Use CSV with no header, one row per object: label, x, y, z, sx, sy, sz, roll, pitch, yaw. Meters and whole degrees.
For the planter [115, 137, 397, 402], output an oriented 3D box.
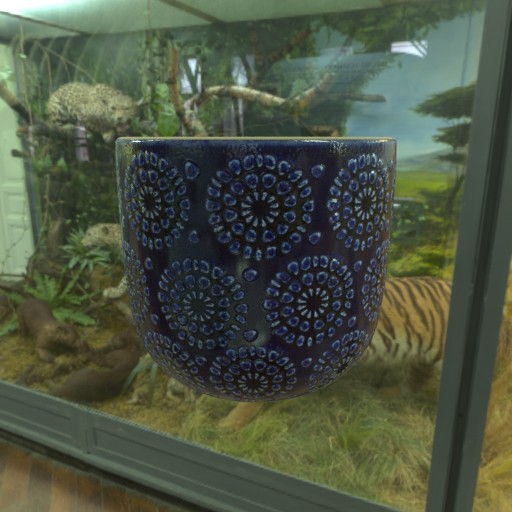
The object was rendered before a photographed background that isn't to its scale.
planter,0.000,0.000,0.287,0.165,0.149,0.165,0,15,0
